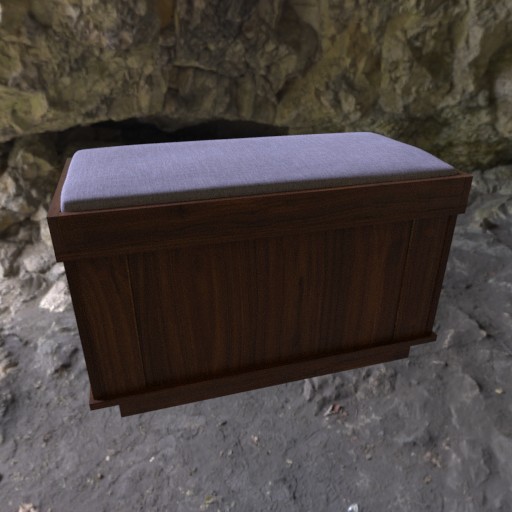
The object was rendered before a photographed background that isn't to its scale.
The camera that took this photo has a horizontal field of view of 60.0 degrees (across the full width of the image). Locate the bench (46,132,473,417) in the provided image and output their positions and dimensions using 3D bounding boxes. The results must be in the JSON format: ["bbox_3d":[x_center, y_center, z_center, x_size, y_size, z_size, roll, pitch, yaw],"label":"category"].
[{"bbox_3d":[0.000,0.000,0.975,0.734,0.461,0.362,-7,28,-14],"label":"bench"}]
